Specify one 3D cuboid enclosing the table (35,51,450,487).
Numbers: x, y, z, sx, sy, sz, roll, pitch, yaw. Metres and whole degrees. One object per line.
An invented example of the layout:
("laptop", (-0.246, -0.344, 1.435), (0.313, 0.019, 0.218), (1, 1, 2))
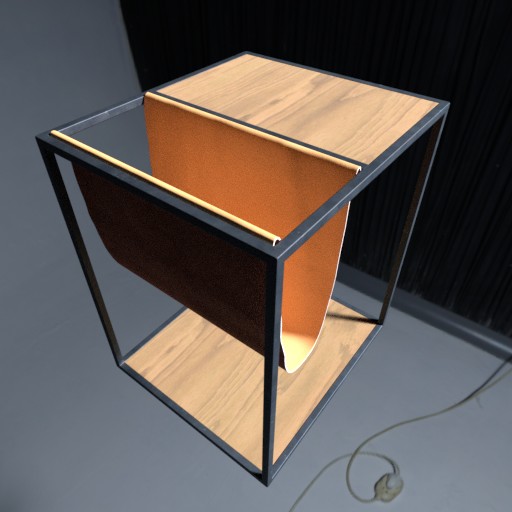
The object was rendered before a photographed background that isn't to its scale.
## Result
("table", (0.000, 0.000, 0.807), (0.399, 0.536, 0.450), (27, 48, 27))
